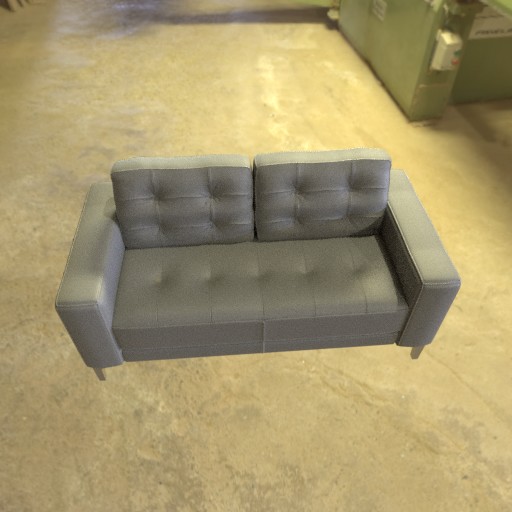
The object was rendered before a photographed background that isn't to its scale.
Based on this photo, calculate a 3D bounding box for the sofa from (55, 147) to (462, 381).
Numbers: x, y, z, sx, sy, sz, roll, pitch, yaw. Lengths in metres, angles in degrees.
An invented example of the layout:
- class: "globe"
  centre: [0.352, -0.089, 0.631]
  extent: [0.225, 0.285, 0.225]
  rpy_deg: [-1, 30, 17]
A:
- class: "sofa"
  centre: [0.000, 0.000, 2.228]
  extent: [1.726, 0.893, 0.833]
  rpy_deg: [-3, 46, -3]
